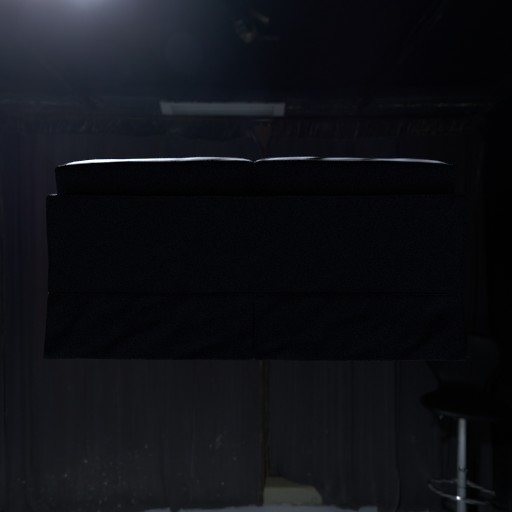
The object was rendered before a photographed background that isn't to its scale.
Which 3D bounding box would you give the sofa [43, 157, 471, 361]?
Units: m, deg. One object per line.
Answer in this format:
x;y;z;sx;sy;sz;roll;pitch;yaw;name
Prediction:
0.000;0.000;2.782;2.256;1.094;0.983;0;0;1;sofa
